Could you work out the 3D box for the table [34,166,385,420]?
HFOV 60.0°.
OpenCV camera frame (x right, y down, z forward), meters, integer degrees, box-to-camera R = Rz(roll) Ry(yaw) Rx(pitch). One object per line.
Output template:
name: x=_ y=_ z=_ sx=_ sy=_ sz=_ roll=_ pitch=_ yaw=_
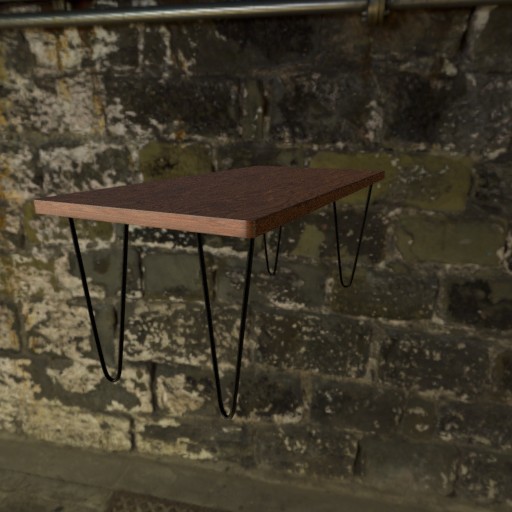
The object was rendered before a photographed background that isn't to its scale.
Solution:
table: x=0.000 y=0.000 z=2.246 sx=0.883 sy=0.753 sz=1.791 roll=8 pitch=17 yaw=26
